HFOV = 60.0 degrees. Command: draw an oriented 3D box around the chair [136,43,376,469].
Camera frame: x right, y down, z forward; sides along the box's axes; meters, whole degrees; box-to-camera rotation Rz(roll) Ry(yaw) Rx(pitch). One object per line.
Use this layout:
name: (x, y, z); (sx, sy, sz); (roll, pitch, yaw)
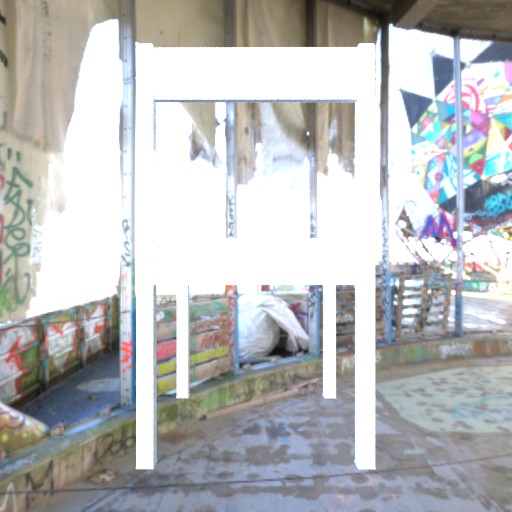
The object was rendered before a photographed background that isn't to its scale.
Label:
chair: (0.000, 0.000, 0.666); (0.285, 0.505, 0.285); (0, 0, 0)
